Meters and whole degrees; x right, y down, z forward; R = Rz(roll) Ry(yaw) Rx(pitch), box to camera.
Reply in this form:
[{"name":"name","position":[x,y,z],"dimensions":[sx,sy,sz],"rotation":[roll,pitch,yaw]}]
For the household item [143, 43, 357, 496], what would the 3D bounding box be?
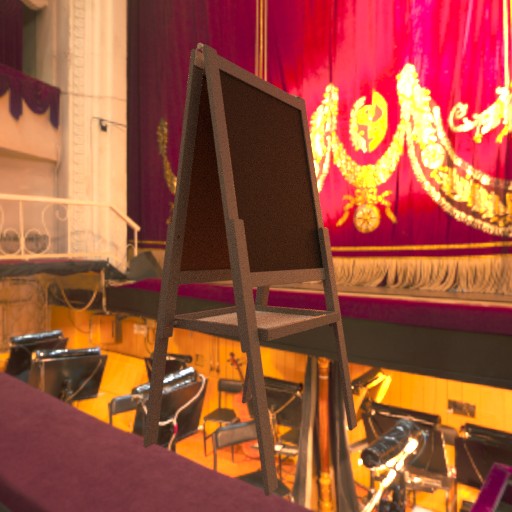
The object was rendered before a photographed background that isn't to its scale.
[{"name":"household item","position":[0.000,0.000,1.433],"dimensions":[0.469,1.172,0.531],"rotation":[0,1,36]}]
